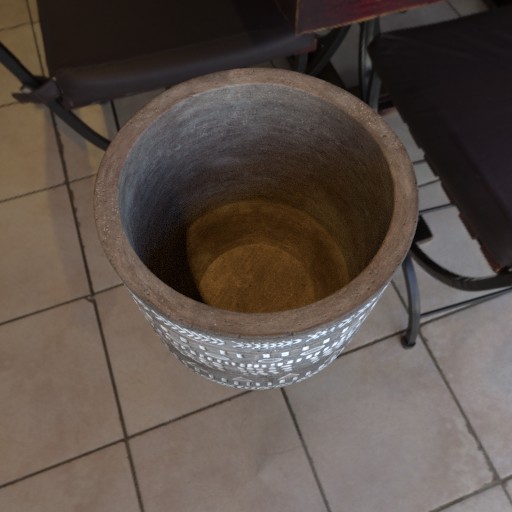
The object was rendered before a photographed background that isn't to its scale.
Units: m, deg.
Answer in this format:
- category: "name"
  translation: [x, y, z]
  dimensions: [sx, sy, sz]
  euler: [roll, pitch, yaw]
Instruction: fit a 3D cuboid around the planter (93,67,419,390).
- category: "planter"
  translation: [0.000, 0.000, 0.260]
  dimensions: [0.142, 0.149, 0.142]
  euler: [0, 64, 0]
